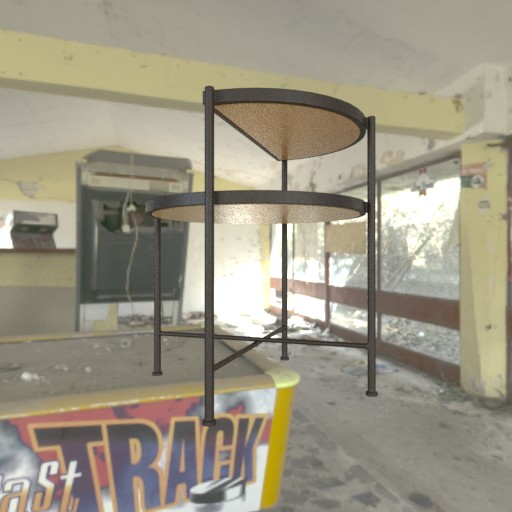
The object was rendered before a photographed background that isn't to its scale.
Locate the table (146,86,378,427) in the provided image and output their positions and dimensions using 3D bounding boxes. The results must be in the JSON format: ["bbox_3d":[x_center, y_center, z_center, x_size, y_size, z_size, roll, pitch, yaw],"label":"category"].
[{"bbox_3d":[0.000,0.000,1.185,0.628,0.684,0.629,0,0,18],"label":"table"}]
